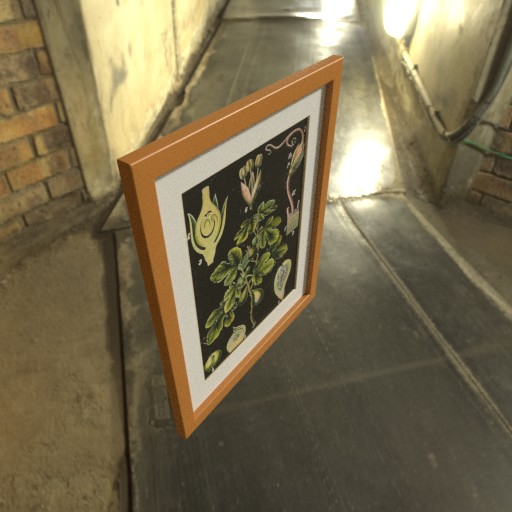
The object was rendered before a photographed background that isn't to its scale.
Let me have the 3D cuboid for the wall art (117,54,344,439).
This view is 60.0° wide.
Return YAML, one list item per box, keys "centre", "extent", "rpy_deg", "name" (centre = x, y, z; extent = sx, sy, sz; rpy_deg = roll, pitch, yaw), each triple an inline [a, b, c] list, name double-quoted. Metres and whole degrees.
- centre: [0.000, 0.000, 0.524]
  extent: [0.015, 0.379, 0.310]
  rpy_deg: [26, 46, 27]
  name: "wall art"
